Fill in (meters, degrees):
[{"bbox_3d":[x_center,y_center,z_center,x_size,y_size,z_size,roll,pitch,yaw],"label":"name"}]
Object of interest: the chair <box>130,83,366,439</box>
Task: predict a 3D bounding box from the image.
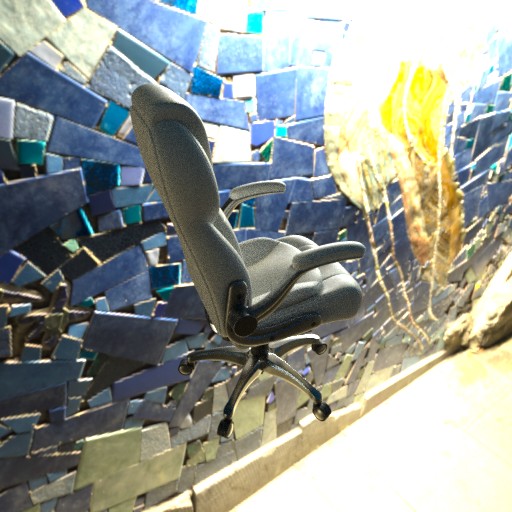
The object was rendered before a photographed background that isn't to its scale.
[{"bbox_3d":[0.000,0.000,1.816,0.806,1.330,0.755,-11,31,-18],"label":"chair"}]
